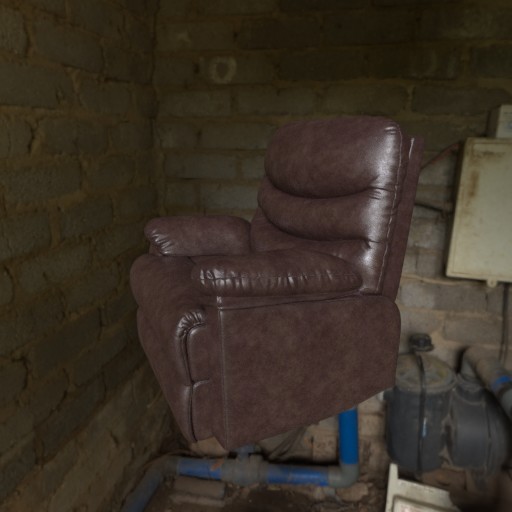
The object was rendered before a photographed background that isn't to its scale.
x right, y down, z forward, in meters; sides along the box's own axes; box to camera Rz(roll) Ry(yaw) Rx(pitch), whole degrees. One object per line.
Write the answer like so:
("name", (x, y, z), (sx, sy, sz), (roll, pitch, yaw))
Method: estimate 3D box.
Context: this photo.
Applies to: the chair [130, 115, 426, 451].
("chair", (0.000, 0.000, 1.737), (0.879, 1.041, 0.940), (-7, 16, -24))
